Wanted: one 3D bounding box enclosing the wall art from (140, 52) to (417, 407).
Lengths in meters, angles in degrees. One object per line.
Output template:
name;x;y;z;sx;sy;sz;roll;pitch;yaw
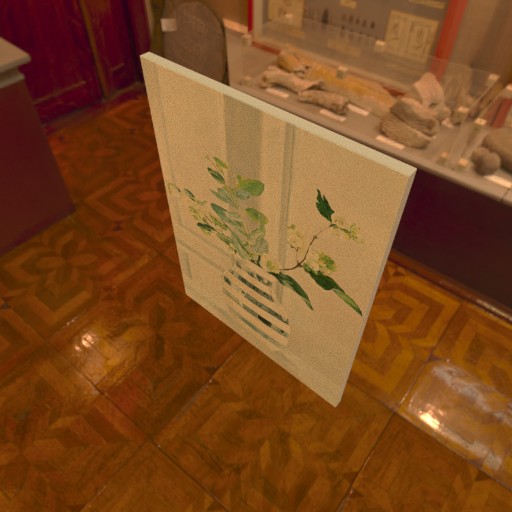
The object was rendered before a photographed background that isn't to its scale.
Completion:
wall art;0.000;0.000;1.624;0.914;1.212;0.038;33;56;26
